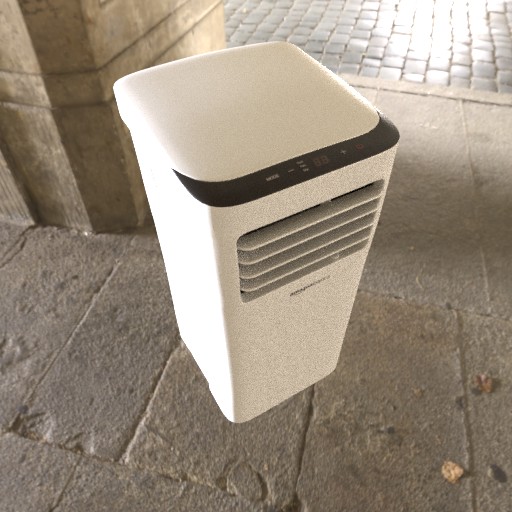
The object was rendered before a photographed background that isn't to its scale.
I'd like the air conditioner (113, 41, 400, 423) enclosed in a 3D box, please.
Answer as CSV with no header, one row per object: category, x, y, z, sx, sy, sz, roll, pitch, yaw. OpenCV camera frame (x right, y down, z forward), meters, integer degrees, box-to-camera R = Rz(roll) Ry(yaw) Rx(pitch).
air conditioner,0.000,0.000,0.928,0.352,0.716,0.369,-23,50,-21
